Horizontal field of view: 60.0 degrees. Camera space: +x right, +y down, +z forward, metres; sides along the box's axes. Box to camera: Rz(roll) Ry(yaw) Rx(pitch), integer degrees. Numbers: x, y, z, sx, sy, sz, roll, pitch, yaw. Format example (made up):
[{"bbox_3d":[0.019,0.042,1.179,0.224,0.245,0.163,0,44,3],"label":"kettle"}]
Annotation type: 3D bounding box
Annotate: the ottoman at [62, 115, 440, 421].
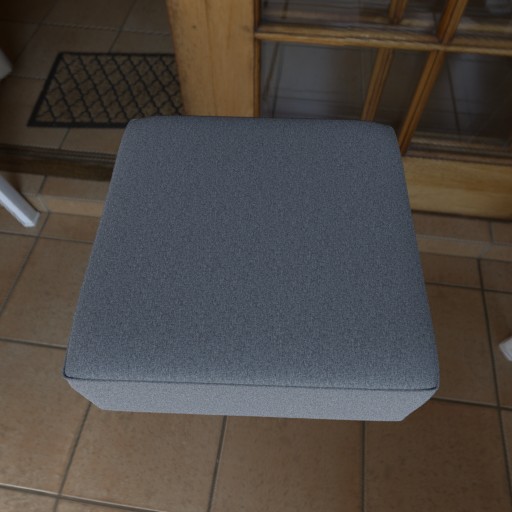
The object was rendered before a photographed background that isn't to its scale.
[{"bbox_3d":[0.000,0.000,1.553,1.015,0.464,1.005,2,58,1],"label":"ottoman"}]
